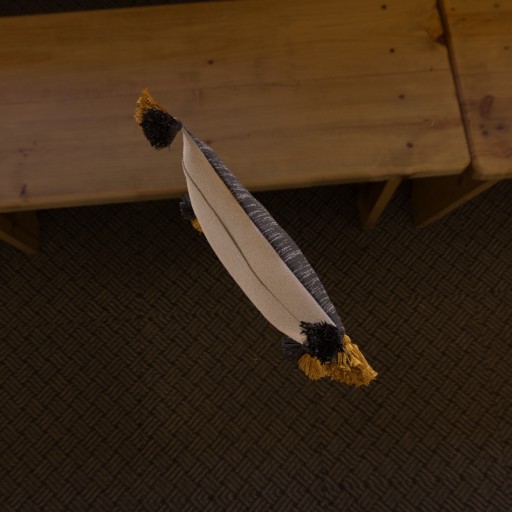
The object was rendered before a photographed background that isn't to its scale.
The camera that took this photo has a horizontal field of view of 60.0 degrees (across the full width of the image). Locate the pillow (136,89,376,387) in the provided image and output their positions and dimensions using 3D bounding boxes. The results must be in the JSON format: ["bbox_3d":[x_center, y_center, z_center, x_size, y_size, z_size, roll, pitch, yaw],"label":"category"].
[{"bbox_3d":[0.000,0.000,0.994,0.139,0.659,0.654,-36,79,-8],"label":"pillow"}]
